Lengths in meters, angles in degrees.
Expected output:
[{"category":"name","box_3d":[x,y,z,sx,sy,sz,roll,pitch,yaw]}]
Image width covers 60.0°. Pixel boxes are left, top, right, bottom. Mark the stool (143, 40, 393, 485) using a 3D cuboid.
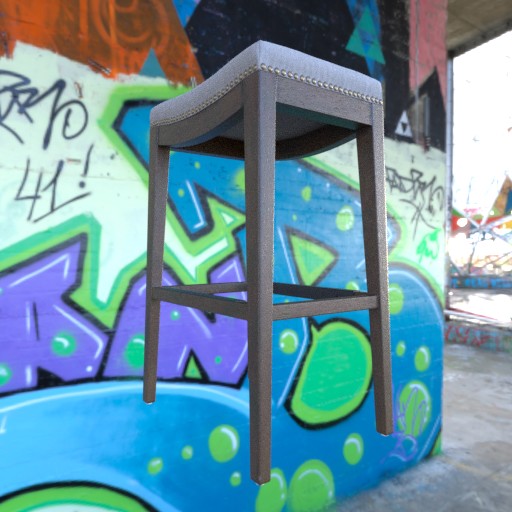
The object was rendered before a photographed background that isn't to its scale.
[{"category":"stool","box_3d":[0.000,0.000,1.038,0.356,0.762,0.508,-1,1,-36]}]
